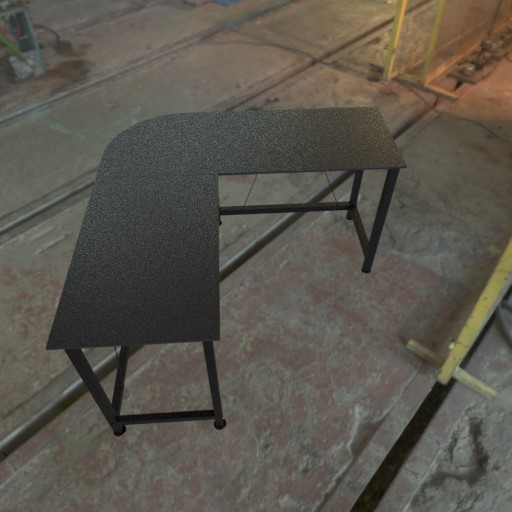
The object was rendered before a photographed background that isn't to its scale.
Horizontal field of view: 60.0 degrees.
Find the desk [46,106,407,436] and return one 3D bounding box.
[{"bbox_3d":[0.000,0.000,2.159,1.400,0.762,1.400,-3,47,-3],"label":"desk"}]
